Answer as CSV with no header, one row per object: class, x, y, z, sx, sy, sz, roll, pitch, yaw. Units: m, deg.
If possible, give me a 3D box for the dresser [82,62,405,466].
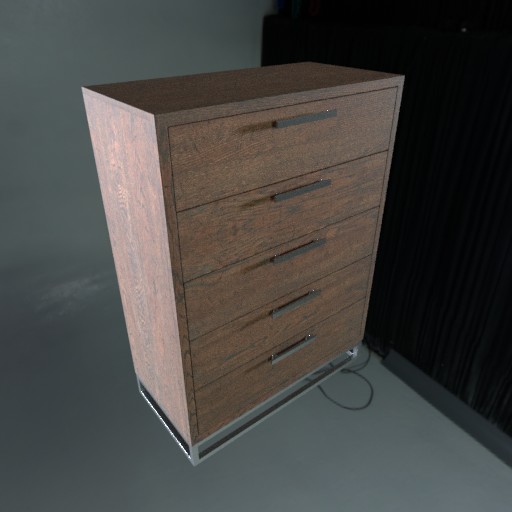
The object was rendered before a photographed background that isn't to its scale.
dresser,0.000,0.000,1.778,0.965,1.321,0.508,-22,37,-32
